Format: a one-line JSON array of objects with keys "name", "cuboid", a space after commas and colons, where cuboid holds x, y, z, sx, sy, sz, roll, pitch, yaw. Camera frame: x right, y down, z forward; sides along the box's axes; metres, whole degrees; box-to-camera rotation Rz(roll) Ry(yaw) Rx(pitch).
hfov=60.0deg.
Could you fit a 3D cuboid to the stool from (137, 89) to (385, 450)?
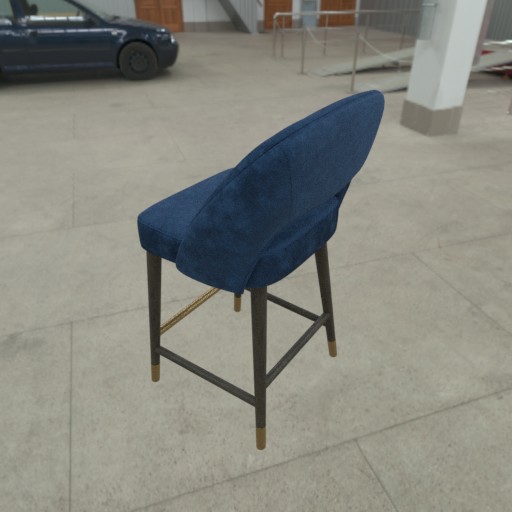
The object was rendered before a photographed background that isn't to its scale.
[{"name": "stool", "cuboid": [0.000, 0.000, 1.245, 0.524, 0.925, 0.536, 21, 38, 29]}]
